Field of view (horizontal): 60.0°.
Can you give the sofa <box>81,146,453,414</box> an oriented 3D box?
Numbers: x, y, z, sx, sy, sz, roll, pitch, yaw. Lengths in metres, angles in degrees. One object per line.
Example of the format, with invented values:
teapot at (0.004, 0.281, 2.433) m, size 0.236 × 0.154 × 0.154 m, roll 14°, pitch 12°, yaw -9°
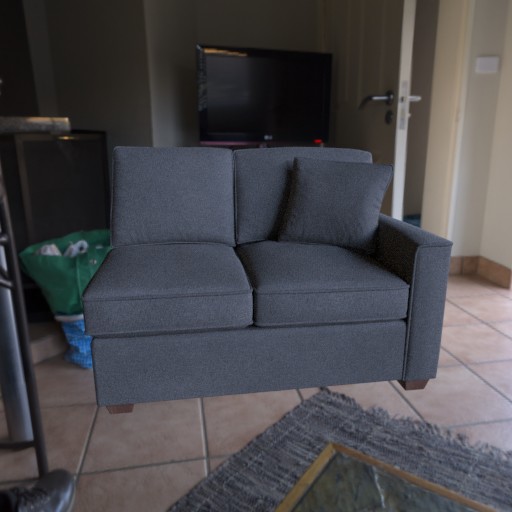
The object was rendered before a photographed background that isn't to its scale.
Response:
sofa at (0.000, 0.000, 2.067) m, size 1.388 × 0.989 × 0.991 m, roll -2°, pitch 15°, yaw -8°
